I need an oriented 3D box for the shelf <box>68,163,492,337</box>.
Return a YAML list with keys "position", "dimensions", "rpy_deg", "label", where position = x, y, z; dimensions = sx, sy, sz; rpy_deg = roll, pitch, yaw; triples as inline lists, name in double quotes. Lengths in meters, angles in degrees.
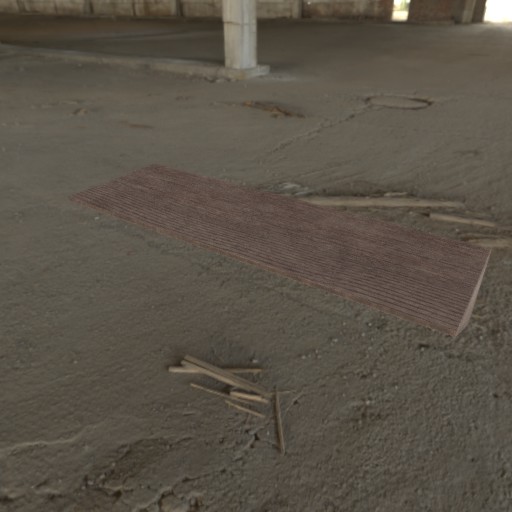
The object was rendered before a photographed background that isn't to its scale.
- position: [0.000, 0.000, 0.686]
  dimensions: [0.610, 0.125, 0.200]
  rpy_deg: [19, 35, 28]
  label: "shelf"
